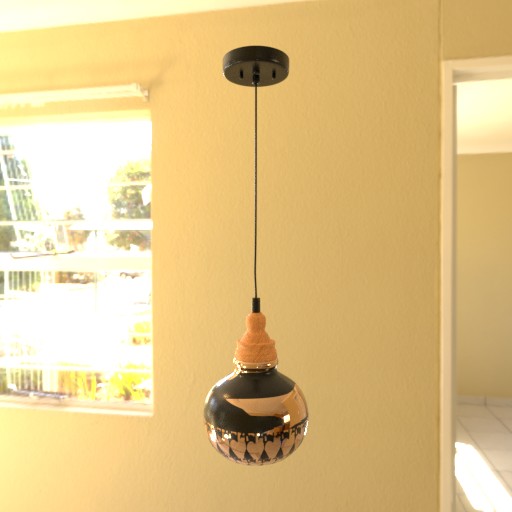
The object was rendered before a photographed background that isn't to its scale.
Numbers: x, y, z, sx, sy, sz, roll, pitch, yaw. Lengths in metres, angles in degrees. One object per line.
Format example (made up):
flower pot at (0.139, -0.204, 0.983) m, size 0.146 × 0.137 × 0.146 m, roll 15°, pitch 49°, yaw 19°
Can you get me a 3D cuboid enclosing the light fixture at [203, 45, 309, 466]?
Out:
light fixture at (0.000, 0.000, 1.828) m, size 0.430 × 1.606 × 0.430 m, roll 0°, pitch 0°, yaw 0°
